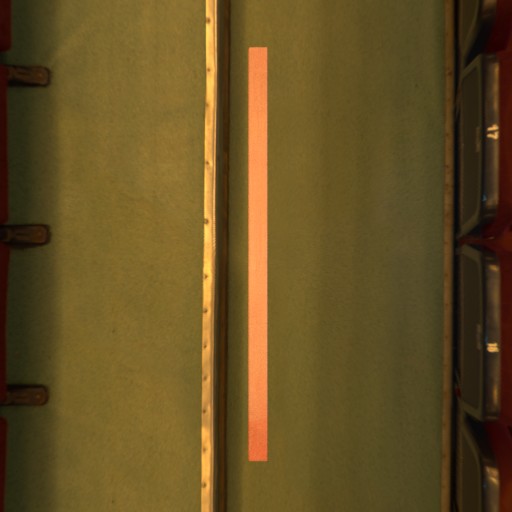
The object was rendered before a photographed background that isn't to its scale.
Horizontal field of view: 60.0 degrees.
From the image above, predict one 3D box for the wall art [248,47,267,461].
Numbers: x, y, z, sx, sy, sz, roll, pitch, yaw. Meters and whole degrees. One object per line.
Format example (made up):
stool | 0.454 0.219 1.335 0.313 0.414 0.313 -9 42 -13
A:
wall art | 0.000 0.000 1.323 0.039 1.016 0.761 0 89 0
